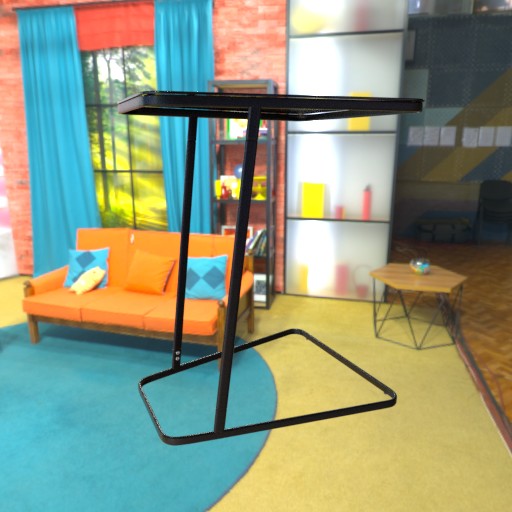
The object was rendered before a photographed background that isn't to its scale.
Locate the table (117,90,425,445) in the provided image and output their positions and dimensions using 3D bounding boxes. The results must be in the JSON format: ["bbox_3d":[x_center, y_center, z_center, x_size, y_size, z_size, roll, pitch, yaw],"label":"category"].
[{"bbox_3d":[0.000,0.000,0.952,0.500,0.624,0.427,-7,16,-26],"label":"table"}]
